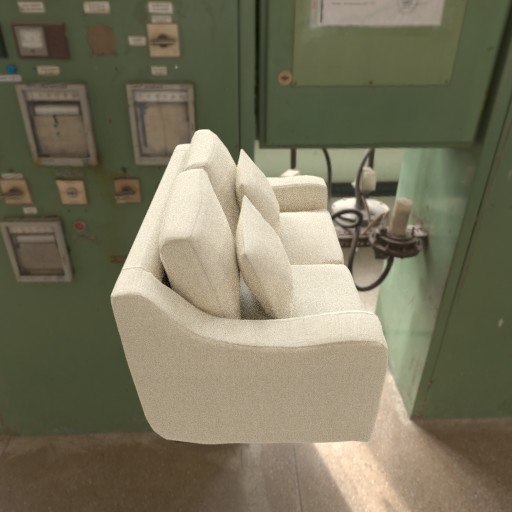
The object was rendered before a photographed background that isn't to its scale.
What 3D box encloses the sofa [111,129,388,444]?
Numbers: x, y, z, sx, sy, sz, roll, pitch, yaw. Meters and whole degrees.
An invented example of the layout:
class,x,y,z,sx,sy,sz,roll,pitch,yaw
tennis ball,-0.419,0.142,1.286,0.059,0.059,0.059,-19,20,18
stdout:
class,x,y,z,sx,sy,sz,roll,pitch,yaw
sofa,0.000,0.000,2.417,1.040,1.047,1.744,-1,31,-1
